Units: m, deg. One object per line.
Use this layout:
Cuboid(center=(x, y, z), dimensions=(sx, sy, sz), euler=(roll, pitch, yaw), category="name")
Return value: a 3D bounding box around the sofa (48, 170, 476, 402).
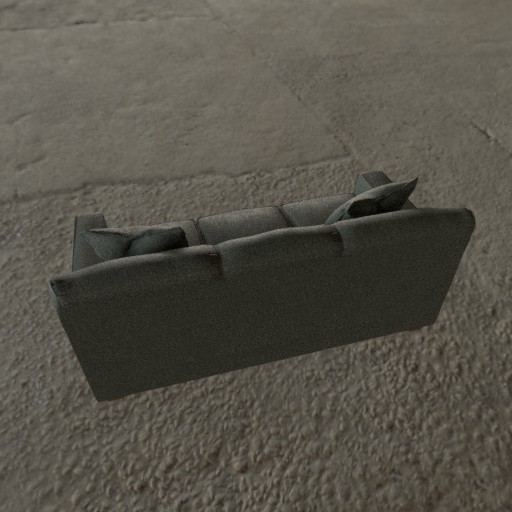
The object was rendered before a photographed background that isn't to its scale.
Cuboid(center=(0.000, 0.000, 2.607), dimensions=(2.024, 0.958, 0.997), euler=(-10, 43, -11), category="sofa")
